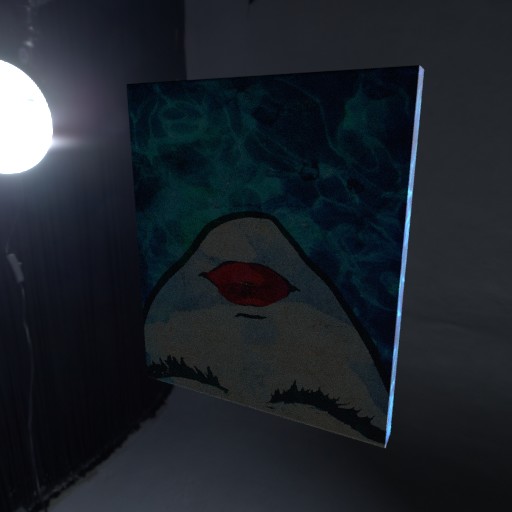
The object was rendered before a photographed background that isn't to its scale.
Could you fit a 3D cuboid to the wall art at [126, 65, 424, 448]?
[{"bbox_3d":[0.000,0.000,0.676,0.432,0.508,0.038,8,17,26],"label":"wall art"}]
